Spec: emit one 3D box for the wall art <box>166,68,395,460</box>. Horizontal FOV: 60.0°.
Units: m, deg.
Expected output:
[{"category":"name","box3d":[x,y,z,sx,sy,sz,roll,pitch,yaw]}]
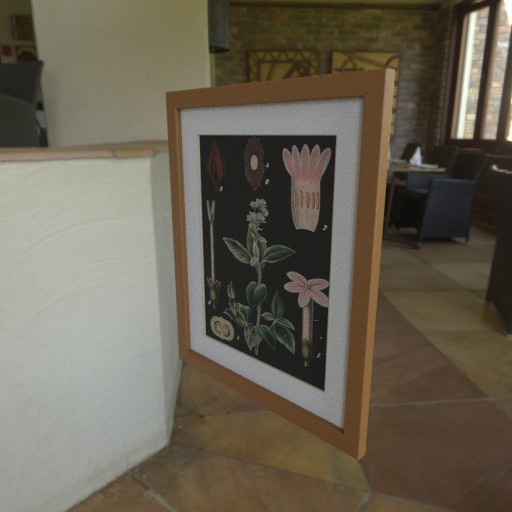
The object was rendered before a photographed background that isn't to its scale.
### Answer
[{"category":"wall art","box3d":[0.000,0.000,0.752,0.449,0.550,0.021,14,21,42]}]
